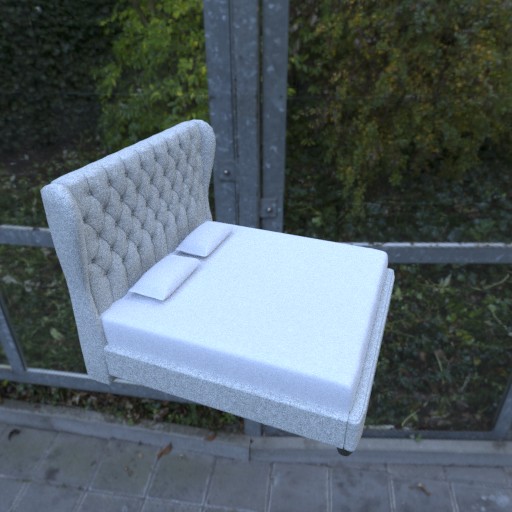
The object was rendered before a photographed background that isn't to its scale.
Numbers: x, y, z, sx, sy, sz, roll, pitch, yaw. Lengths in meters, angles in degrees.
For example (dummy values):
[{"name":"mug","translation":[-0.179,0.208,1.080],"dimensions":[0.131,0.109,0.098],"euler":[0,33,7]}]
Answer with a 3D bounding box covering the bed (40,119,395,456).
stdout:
[{"name":"bed","translation":[0.000,0.000,3.932],"dimensions":[2.347,1.771,2.219],"euler":[11,32,18]}]
